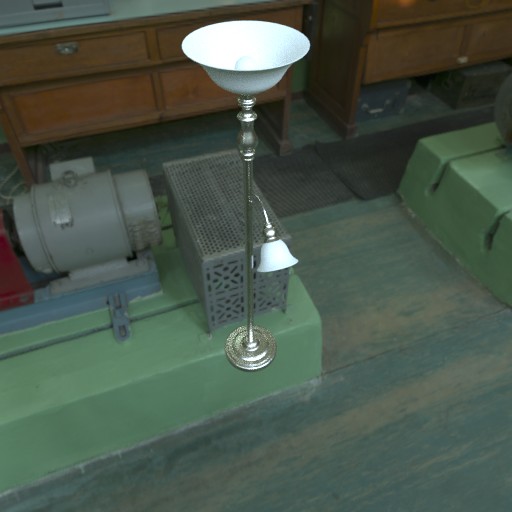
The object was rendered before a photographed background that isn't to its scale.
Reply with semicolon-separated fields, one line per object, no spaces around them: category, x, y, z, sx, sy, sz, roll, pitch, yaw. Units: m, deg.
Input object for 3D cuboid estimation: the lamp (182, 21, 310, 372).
lamp;0.000;0.000;1.995;0.405;1.785;0.575;-16;48;-15
